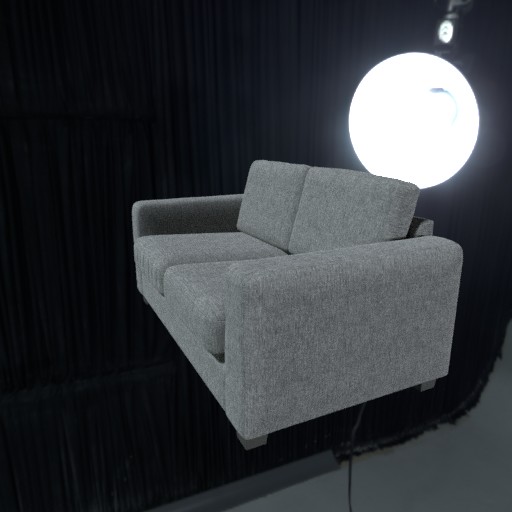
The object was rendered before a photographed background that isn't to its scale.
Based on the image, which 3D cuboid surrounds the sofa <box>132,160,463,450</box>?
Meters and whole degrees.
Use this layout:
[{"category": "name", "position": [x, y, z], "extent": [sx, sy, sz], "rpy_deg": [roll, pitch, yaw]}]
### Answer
[{"category": "sofa", "position": [0.000, 0.000, 2.037], "extent": [0.900, 0.800, 1.520], "rpy_deg": [-8, 17, -25]}]
